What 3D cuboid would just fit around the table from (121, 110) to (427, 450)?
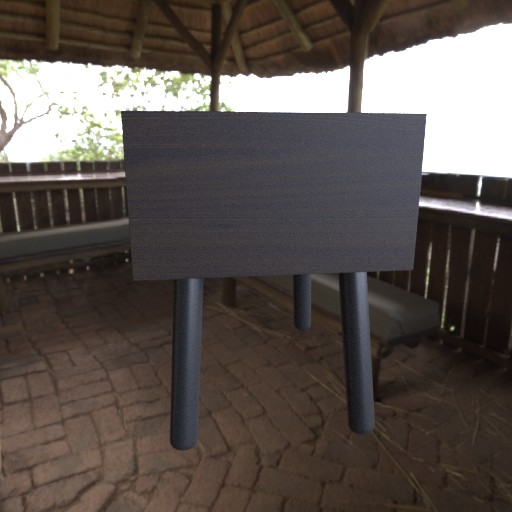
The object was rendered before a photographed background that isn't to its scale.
[{"bbox_3d":[0.000,0.000,0.802,0.370,0.470,0.450,-2,15,-7],"label":"table"}]
